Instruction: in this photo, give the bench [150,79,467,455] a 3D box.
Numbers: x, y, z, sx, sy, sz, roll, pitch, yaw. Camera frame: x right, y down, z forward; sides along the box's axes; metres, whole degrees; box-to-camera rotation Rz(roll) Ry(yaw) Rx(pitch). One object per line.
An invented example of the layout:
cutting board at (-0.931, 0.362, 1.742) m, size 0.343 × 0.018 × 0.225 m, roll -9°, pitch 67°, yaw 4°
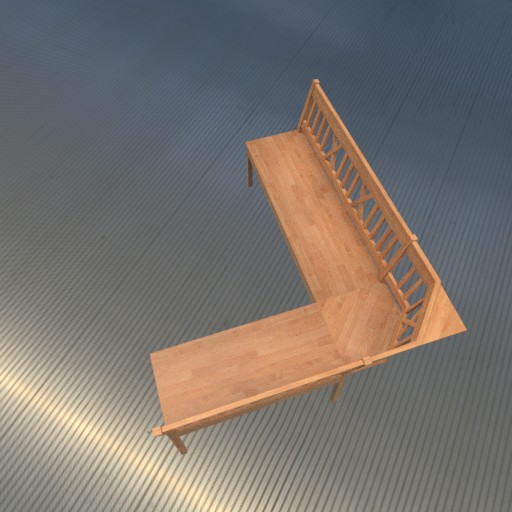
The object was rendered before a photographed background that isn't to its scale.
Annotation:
bench at (0.000, 0.000, 2.837) m, size 1.537 × 0.902 × 1.937 m, roll -16°, pitch 60°, yaw -9°
